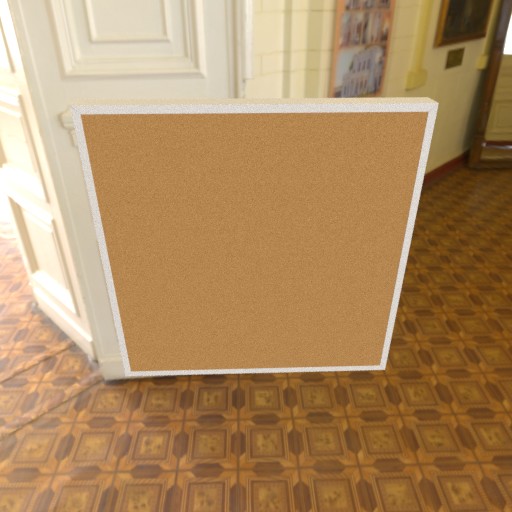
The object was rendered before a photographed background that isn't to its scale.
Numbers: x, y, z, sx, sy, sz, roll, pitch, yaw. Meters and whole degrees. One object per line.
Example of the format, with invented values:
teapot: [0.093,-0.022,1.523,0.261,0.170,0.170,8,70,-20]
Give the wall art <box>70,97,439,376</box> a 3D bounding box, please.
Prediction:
wall art: [0.000,0.000,0.757,0.509,0.509,0.040,-1,30,-2]
